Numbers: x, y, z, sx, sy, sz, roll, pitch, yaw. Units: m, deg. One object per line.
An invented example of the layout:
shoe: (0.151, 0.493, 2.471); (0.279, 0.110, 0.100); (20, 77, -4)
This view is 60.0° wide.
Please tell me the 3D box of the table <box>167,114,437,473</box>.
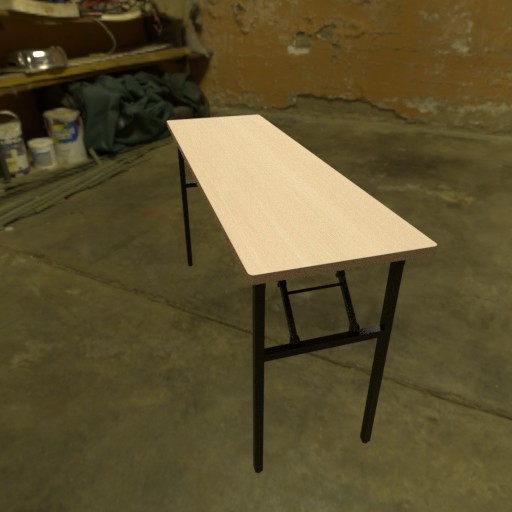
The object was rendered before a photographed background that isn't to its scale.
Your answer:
table: (0.000, 0.000, 1.713); (0.447, 0.750, 1.397); (-8, 31, -14)
